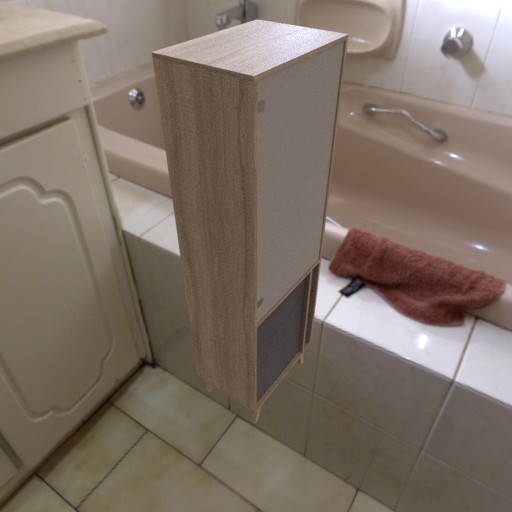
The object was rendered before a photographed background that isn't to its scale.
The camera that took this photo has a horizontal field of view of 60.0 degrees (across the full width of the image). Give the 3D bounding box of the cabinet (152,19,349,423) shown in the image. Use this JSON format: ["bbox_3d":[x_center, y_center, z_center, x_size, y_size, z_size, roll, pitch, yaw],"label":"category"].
[{"bbox_3d":[0.000,0.000,2.072,0.400,1.850,0.570,25,45,27],"label":"cabinet"}]
